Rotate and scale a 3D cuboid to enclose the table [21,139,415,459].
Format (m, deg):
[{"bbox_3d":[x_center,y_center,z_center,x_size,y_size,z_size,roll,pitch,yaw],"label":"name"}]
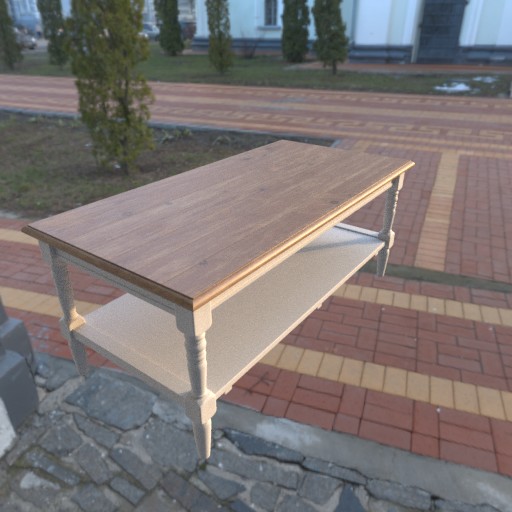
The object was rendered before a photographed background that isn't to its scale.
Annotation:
[{"bbox_3d":[0.000,0.000,1.400,0.559,0.458,1.118,19,33,32],"label":"table"}]
